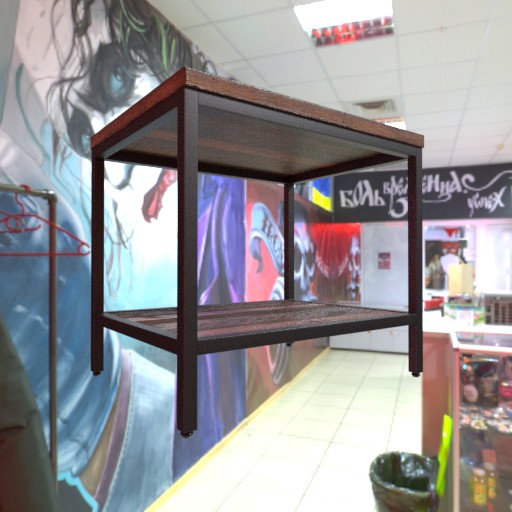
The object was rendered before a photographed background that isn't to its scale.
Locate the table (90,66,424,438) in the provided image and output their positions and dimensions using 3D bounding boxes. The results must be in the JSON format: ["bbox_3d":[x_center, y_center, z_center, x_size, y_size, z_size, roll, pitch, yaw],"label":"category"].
[{"bbox_3d":[0.000,0.000,1.132,0.678,0.612,0.524,0,-1,-36],"label":"table"}]
